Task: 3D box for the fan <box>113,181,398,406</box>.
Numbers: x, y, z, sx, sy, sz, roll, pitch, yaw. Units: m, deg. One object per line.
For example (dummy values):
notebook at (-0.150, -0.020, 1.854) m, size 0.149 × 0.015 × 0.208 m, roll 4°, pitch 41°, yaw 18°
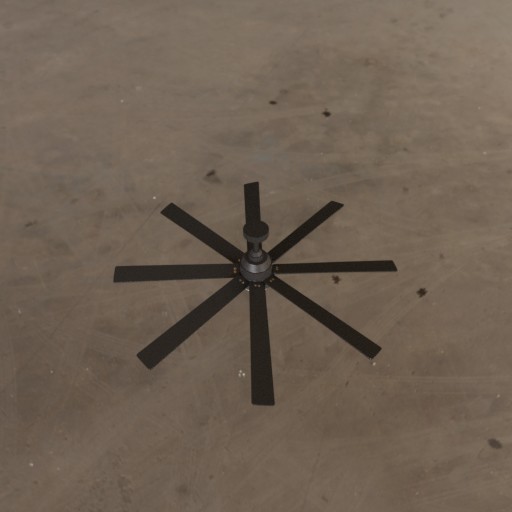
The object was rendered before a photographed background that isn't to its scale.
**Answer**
fan at (0.000, 0.000, 2.784) m, size 1.830 × 0.472 × 1.830 m, roll 34°, pitch 56°, yaw 28°
